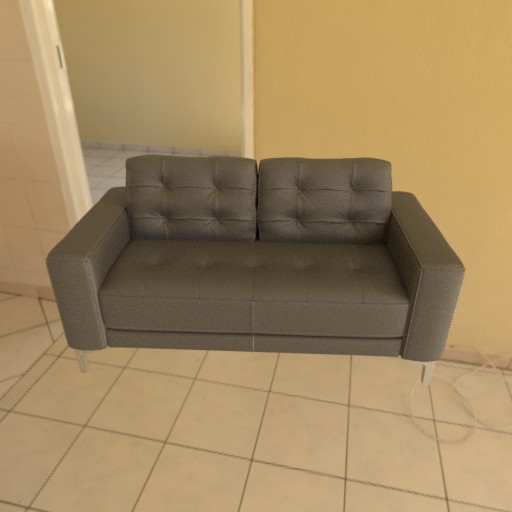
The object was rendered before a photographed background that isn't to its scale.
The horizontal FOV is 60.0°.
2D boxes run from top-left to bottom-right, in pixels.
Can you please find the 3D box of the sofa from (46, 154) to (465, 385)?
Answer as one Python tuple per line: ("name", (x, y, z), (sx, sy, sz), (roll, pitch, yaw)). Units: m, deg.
("sofa", (0.000, 0.000, 2.205), (1.726, 0.892, 0.833), (1, 29, 2))
